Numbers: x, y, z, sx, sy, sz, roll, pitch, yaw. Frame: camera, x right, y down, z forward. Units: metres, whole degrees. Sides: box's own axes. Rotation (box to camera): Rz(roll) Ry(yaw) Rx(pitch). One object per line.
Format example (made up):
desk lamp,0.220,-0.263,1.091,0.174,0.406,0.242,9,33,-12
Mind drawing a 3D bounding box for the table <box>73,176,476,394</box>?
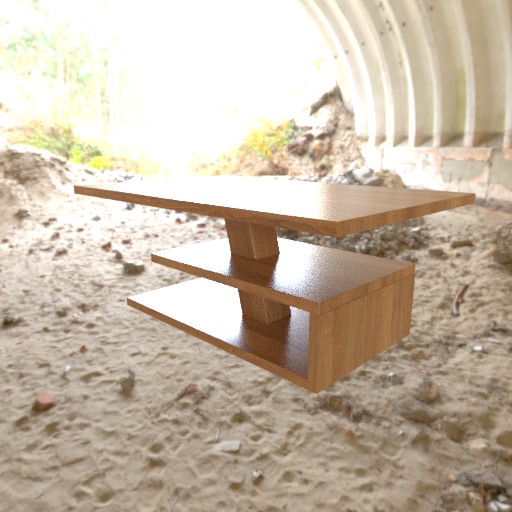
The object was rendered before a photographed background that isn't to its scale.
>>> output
table,0.000,0.000,1.470,1.100,0.442,0.700,13,19,43
